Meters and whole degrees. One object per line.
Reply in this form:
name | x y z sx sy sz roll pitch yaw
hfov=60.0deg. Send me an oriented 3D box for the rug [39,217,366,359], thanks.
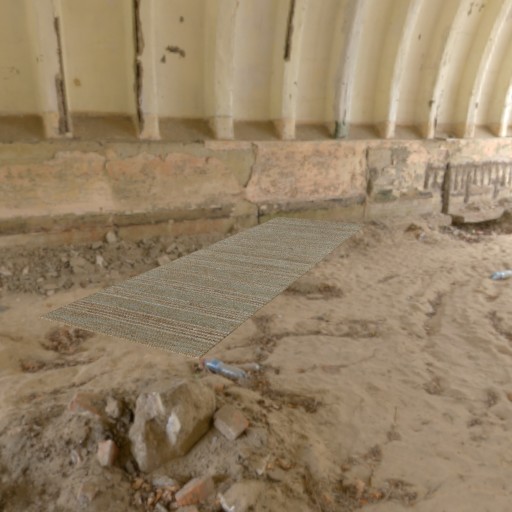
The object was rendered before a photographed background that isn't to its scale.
rug | 0.000 0.000 2.696 0.783 0.006 2.438 8 17 25
